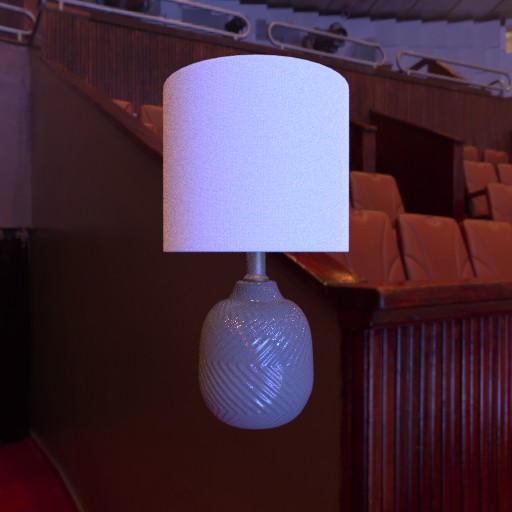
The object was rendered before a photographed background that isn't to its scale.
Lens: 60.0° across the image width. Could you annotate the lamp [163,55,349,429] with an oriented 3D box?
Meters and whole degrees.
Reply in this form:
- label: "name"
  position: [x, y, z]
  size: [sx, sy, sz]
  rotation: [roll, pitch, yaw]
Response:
- label: "lamp"
  position: [0.000, 0.000, 0.505]
  size: [0.207, 0.366, 0.207]
  rotation: [0, 1, -36]
